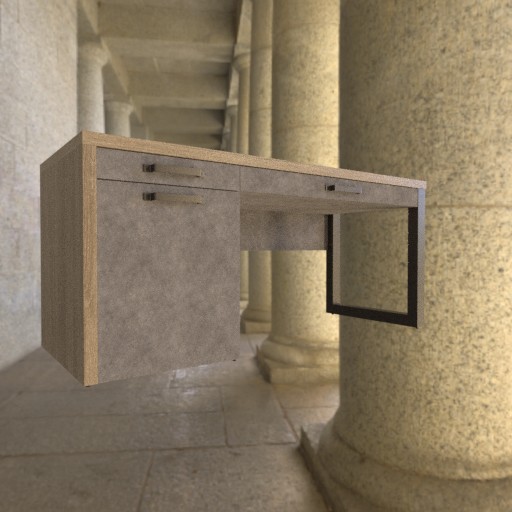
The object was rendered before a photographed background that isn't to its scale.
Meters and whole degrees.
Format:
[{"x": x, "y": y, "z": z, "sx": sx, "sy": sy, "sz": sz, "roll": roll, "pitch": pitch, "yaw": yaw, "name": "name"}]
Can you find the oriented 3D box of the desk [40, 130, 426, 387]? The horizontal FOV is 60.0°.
[{"x": 0.000, "y": 0.000, "z": 2.051, "sx": 1.700, "sy": 0.760, "sz": 0.690, "roll": -1, "pitch": 1, "yaw": -36, "name": "desk"}]
